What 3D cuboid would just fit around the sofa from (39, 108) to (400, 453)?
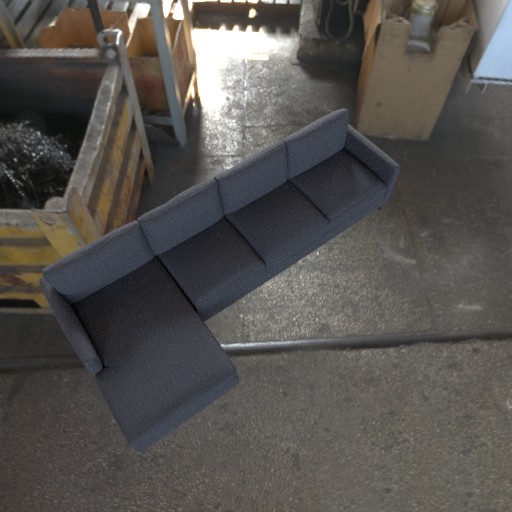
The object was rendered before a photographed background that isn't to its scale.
[{"bbox_3d":[0.000,0.000,2.904,2.445,0.673,1.125,-32,63,-19],"label":"sofa"}]
